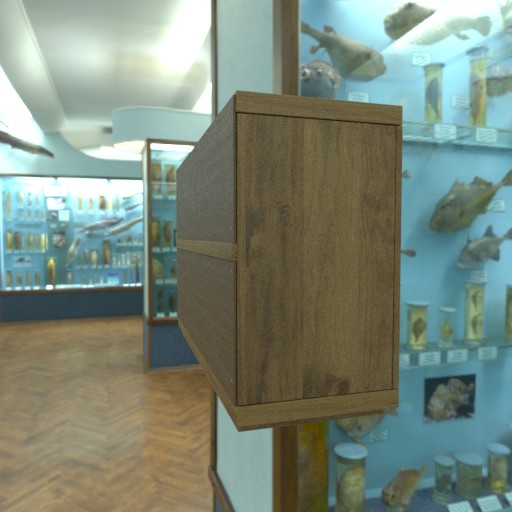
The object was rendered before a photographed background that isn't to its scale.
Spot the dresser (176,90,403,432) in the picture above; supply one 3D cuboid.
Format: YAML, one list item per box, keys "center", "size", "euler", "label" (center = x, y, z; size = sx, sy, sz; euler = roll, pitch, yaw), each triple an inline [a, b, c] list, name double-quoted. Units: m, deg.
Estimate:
- center: [0.000, 0.000, 1.707]
  size: [0.479, 0.825, 1.261]
  euler: [-1, 3, -16]
  label: "dresser"
